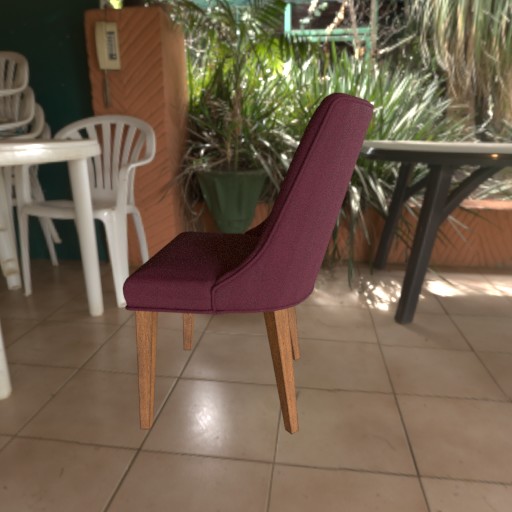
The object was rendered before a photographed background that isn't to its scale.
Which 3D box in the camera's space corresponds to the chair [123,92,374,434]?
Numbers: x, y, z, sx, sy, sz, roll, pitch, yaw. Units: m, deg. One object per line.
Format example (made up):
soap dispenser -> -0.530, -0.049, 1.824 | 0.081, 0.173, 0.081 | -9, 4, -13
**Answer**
chair -> 0.000, 0.000, 1.361 | 0.638, 0.916, 0.548 | 2, 16, 6
